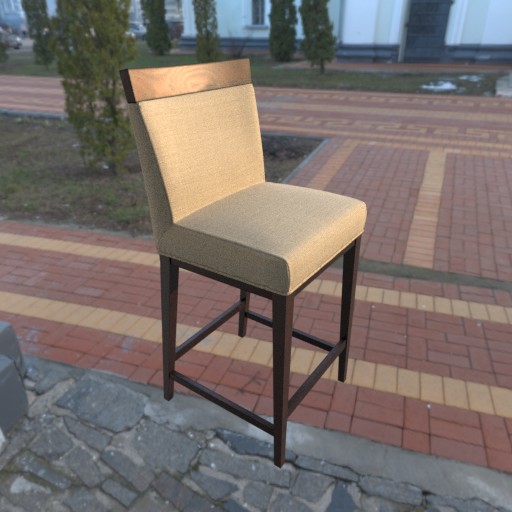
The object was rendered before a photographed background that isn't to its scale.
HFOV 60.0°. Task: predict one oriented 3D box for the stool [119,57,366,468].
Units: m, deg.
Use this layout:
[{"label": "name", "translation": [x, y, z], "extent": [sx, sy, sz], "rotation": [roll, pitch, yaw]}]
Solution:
[{"label": "stool", "translation": [0.000, 0.000, 1.411], "extent": [0.531, 1.117, 0.511], "rotation": [18, 32, 31]}]
